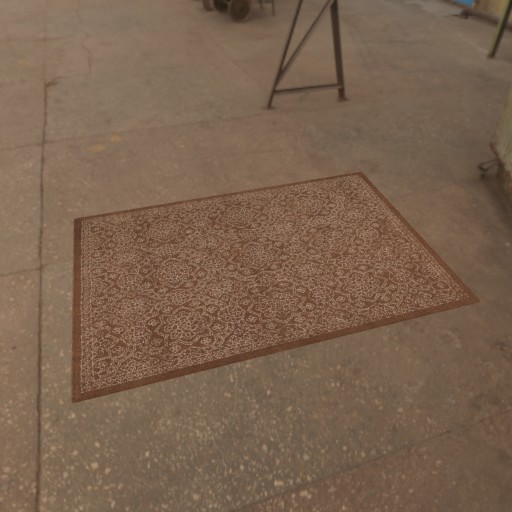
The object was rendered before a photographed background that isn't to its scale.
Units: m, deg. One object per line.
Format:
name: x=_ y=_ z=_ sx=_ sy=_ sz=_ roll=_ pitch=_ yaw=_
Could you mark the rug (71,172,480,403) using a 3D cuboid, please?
rug: x=0.000 y=0.000 z=2.314 sx=1.829 sy=0.010 sz=1.219 roll=-11 pitch=43 yaw=-12
